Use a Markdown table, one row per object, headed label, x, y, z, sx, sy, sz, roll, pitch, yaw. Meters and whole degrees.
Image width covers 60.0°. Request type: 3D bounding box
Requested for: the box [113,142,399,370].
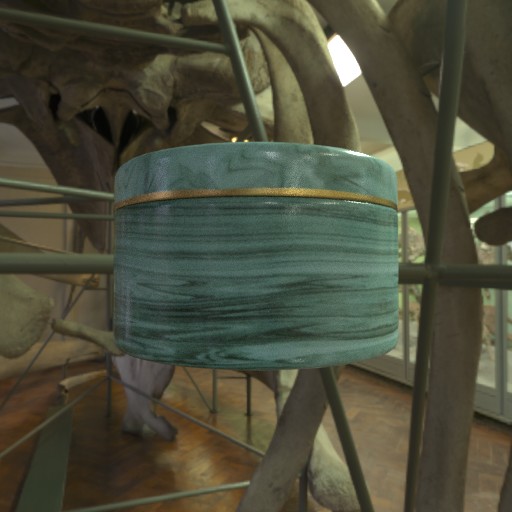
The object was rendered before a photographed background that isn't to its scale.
| label | x | y | z | sx | sy | sz | roll | pitch | yaw |
| --- | --- | --- | --- | --- | --- | --- | --- | --- | --- |
| box | 0.000 | 0.000 | 0.166 | 0.101 | 0.063 | 0.101 | 0 | -1 | 0 |
